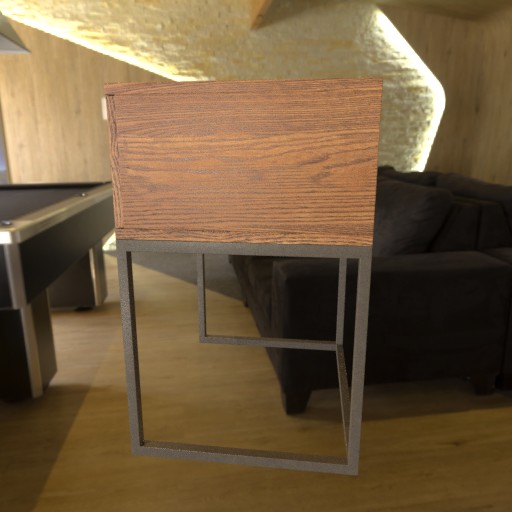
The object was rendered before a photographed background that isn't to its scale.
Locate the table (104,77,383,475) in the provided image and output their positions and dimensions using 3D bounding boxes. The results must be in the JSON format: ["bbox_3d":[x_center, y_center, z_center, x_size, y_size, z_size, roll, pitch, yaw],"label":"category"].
[{"bbox_3d":[0.000,0.000,0.909,0.400,0.610,0.482,2,14,7],"label":"table"}]
